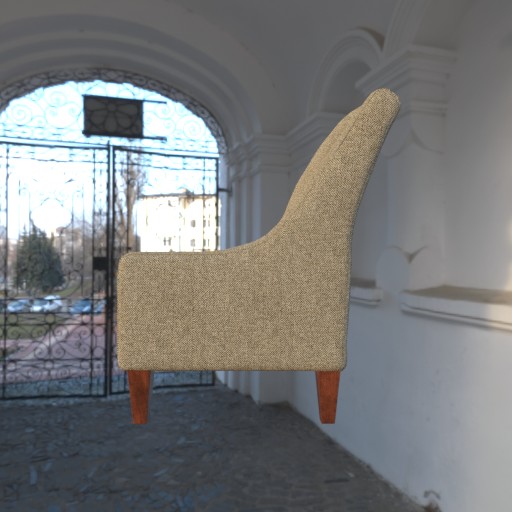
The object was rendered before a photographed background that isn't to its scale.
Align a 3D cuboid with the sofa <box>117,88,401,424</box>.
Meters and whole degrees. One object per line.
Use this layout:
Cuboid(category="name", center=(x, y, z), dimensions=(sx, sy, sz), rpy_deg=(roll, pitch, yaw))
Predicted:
Cuboid(category="sofa", center=(0.000, 0.000, 1.928), dimensions=(0.870, 1.021, 1.242), rpy_deg=(0, 0, 0))
